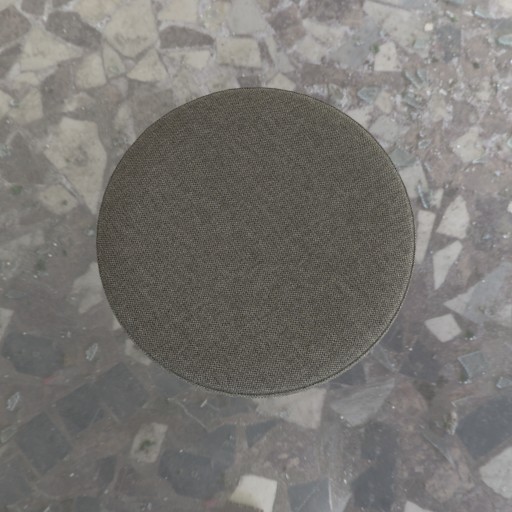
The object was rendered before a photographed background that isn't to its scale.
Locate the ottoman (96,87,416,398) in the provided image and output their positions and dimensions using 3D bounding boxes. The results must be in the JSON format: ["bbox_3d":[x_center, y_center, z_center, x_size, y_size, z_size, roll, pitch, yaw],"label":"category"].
[{"bbox_3d":[0.000,0.000,0.894,0.520,0.430,0.520,0,77,0],"label":"ottoman"}]
